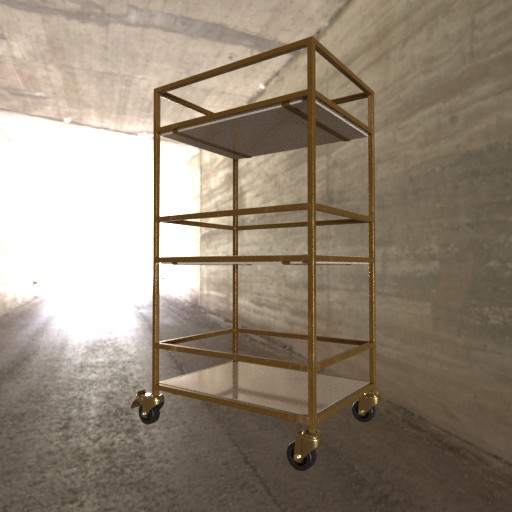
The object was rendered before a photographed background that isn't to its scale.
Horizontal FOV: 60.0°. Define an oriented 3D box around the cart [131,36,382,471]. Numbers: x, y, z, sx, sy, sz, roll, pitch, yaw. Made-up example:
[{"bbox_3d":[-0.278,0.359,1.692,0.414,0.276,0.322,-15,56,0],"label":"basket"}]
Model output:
[{"bbox_3d":[0.000,0.000,1.023,0.483,0.761,0.332,-1,-2,35],"label":"cart"}]
